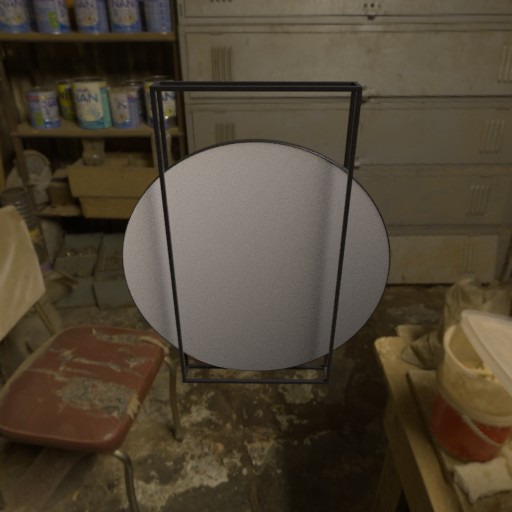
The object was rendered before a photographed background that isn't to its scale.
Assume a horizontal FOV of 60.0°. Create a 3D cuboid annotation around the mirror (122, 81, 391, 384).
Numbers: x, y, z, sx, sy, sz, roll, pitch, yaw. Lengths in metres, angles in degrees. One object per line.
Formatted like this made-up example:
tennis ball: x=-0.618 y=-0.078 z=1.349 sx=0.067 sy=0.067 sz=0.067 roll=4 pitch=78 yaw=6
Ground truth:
mirror: x=0.000 y=0.000 z=0.823 sx=0.508 sy=0.603 sz=0.051 roll=0 pitch=30 yaw=1
